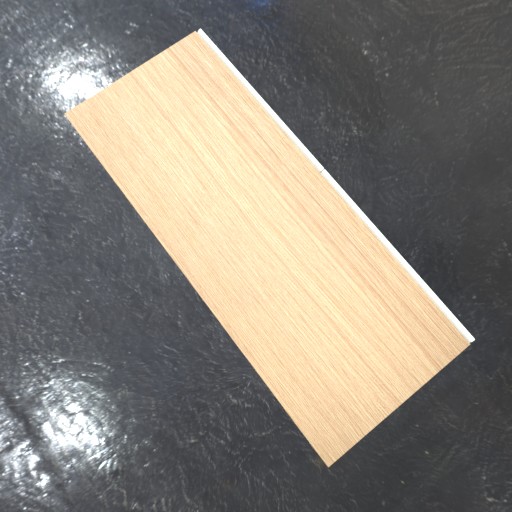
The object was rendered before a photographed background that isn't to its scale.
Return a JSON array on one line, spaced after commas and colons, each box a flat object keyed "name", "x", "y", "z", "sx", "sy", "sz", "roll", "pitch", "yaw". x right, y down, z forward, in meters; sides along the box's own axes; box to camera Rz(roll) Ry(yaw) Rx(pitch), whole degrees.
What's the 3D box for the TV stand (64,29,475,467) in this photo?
[{"name": "TV stand", "x": 0.000, "y": 0.000, "z": 1.321, "sx": 0.407, "sy": 0.660, "sz": 0.991, "roll": -37, "pitch": 78, "yaw": -9}]
